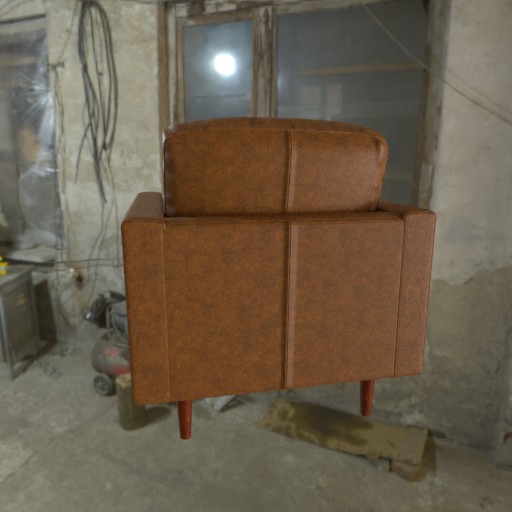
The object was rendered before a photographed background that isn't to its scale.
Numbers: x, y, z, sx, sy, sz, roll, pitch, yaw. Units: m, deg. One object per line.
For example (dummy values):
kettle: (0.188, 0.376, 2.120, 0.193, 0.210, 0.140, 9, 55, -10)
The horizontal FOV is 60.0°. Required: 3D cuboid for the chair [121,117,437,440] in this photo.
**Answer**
chair: (0.000, 0.000, 1.676, 0.890, 0.956, 0.909, -3, 13, -12)
